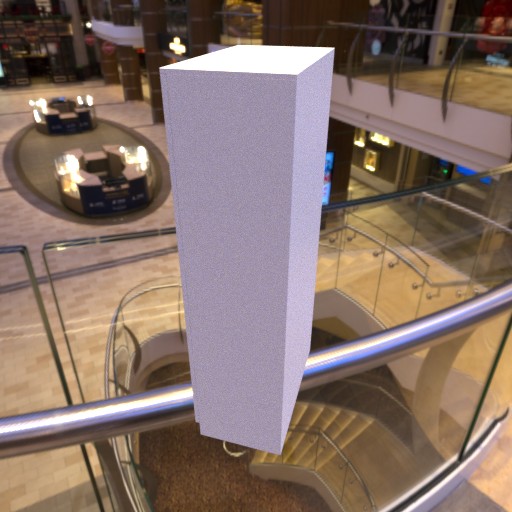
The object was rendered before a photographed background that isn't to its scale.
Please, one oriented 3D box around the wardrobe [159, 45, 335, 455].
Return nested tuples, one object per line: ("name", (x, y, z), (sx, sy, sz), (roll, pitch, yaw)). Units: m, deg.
("wardrobe", (0.000, 0.000, 2.056), (0.470, 1.700, 0.760), (9, 31, 14))
